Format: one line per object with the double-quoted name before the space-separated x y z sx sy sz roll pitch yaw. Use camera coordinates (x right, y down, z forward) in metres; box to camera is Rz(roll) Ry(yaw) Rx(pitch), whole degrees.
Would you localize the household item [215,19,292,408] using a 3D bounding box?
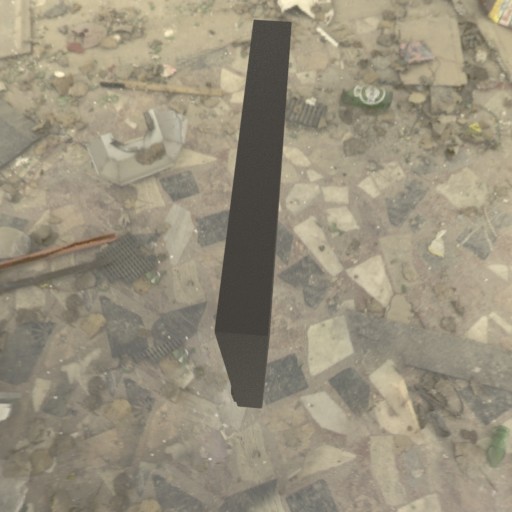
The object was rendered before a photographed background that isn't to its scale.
"household item" 0.000 0.000 0.235 0.022 0.178 0.133 4 65 2
